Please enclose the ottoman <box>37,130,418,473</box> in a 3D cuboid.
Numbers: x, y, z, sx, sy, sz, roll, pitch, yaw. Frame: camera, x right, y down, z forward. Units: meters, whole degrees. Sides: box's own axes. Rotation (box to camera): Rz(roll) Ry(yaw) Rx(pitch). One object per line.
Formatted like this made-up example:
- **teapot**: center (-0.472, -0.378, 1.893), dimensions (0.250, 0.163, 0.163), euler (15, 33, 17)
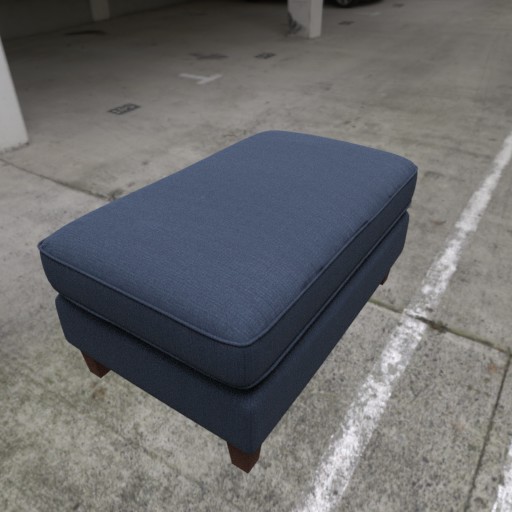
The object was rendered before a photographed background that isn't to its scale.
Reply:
- **ottoman**: center (0.000, 0.000, 1.170), dimensions (0.570, 0.438, 0.885), euler (20, 38, 28)
